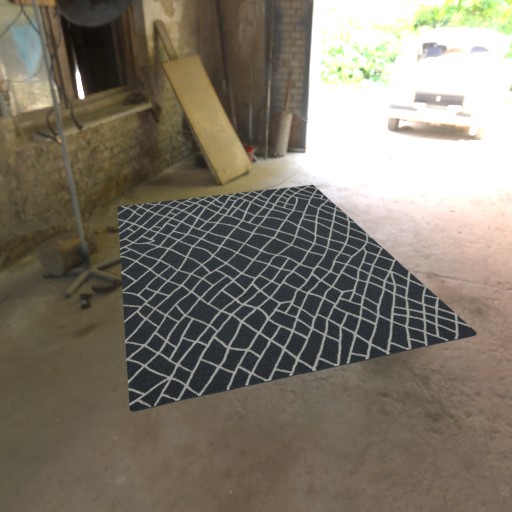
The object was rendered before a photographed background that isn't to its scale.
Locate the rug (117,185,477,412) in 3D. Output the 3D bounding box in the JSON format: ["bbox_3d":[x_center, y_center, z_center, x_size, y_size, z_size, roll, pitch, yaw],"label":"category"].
[{"bbox_3d":[0.000,0.000,4.143,2.439,0.022,3.047,-8,31,-14],"label":"rug"}]
